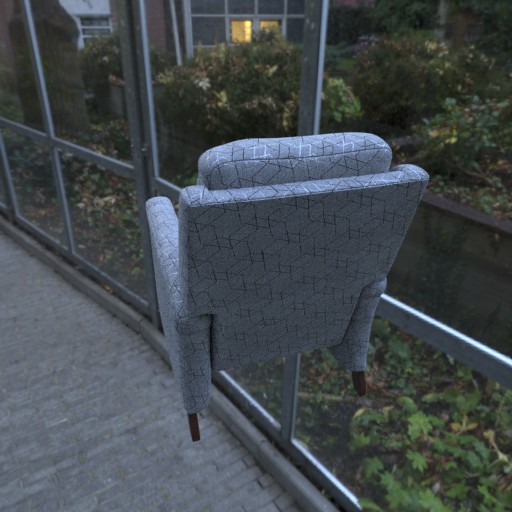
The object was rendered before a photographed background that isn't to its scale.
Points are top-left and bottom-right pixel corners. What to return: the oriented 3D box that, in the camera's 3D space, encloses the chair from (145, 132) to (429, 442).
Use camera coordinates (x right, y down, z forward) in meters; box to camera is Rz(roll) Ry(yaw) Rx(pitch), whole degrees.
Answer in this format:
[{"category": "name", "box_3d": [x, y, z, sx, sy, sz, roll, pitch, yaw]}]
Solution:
[{"category": "chair", "box_3d": [0.000, 0.000, 1.715, 0.753, 1.048, 0.987, -9, 28, -17]}]
